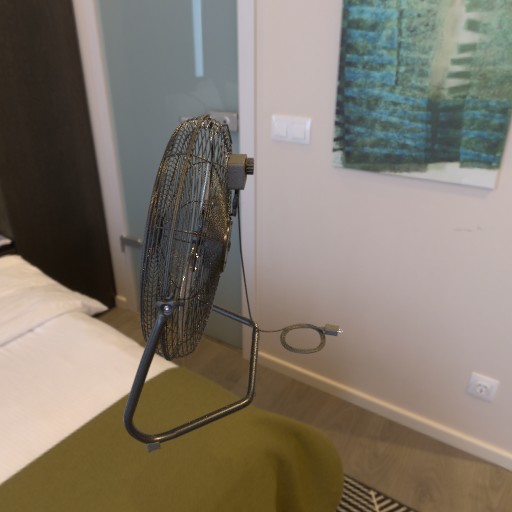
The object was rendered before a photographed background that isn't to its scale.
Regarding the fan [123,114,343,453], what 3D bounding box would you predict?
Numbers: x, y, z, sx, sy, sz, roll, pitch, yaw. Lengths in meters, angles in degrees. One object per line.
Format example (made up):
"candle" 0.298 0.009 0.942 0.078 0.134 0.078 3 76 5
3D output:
"fan" 0.000 0.000 0.992 0.470 0.605 0.595 1 26 2
